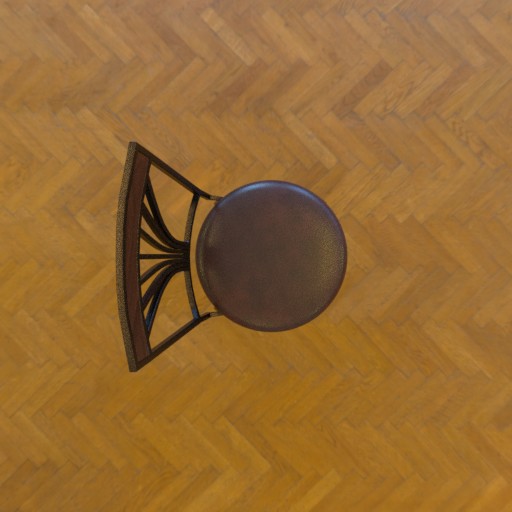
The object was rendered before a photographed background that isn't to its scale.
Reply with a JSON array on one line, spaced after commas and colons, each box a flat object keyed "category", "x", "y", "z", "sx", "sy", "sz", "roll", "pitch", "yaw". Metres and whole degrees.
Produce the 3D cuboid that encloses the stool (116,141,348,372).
[{"category": "stool", "x": 0.000, "y": 0.000, "z": 1.383, "sx": 0.514, "sy": 1.117, "sz": 0.433, "roll": 0, "pitch": 90, "yaw": 1}]
